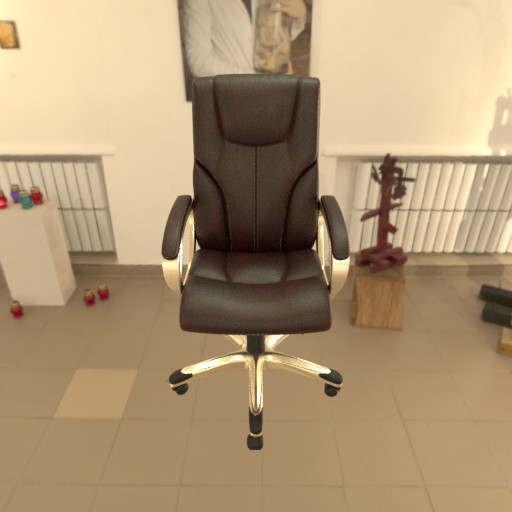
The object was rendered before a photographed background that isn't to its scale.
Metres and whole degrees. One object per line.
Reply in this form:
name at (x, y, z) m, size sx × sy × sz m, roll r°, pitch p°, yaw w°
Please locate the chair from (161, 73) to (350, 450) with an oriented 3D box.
chair at (0.000, 0.000, 1.546) m, size 0.662 × 1.107 × 0.739 m, roll 0°, pitch 29°, yaw 0°
